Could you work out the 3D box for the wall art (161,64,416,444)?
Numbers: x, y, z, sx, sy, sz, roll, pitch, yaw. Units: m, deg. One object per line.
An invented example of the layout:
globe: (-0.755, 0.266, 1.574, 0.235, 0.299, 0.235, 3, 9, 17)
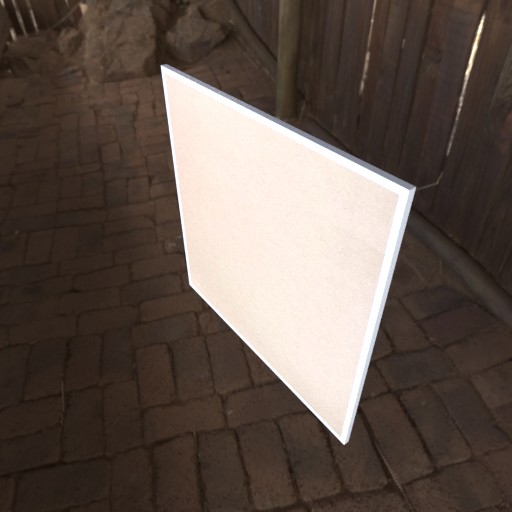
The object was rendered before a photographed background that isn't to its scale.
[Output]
wall art: (0.000, 0.000, 0.831, 0.012, 0.557, 0.557, -26, 47, -28)
